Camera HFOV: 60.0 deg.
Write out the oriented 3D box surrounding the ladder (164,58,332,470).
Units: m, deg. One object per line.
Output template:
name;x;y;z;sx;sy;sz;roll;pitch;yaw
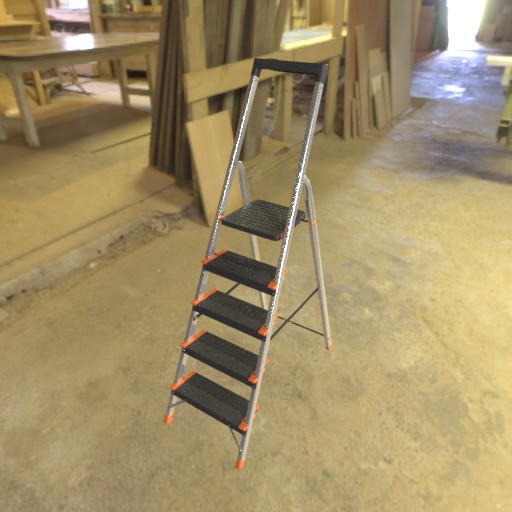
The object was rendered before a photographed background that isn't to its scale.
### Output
ladder;0.000;0.000;2.085;0.480;1.646;0.995;19;35;28
